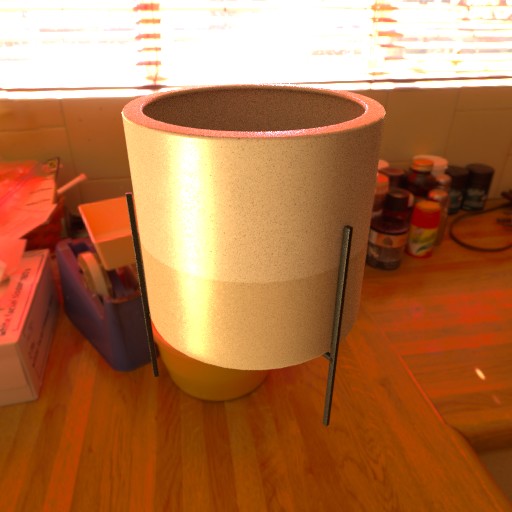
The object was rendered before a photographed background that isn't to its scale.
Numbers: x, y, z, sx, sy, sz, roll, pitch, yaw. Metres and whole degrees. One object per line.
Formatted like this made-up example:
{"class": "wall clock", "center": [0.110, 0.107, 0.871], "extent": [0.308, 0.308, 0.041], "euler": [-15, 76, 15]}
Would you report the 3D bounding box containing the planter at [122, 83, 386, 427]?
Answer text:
{"class": "planter", "center": [0.000, 0.000, 0.732], "extent": [0.359, 0.484, 0.368], "euler": [-23, 37, -34]}
